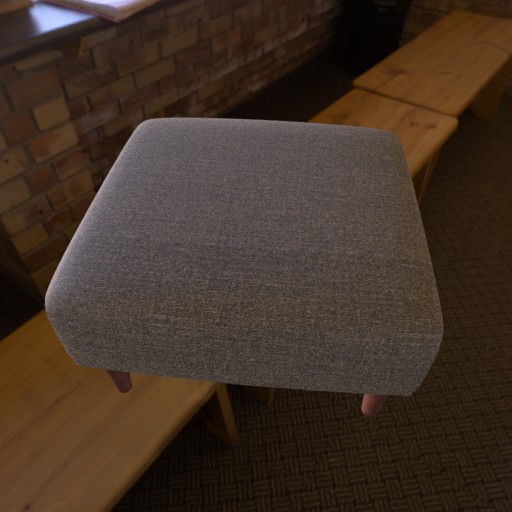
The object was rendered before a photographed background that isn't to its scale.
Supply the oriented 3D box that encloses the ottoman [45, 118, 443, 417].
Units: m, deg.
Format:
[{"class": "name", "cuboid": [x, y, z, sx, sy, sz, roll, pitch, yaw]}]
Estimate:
[{"class": "ottoman", "cuboid": [0.000, 0.000, 1.028, 0.655, 0.399, 0.648, 4, 46, 4]}]
